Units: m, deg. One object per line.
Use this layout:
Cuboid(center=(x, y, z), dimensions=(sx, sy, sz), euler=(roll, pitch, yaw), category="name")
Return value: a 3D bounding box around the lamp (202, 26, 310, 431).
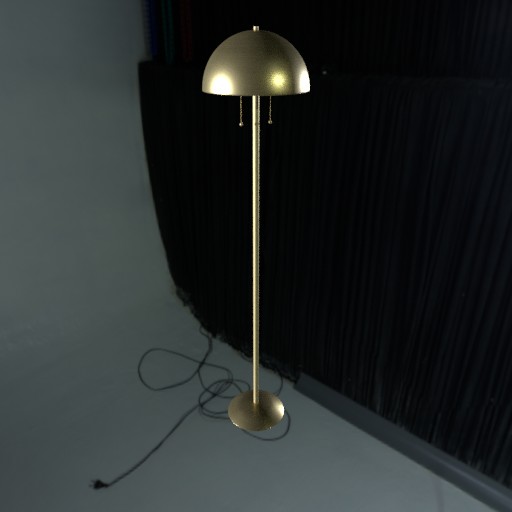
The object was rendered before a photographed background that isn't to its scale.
Cuboid(center=(0.000, 0.000, 1.608), dimensions=(0.328, 1.480, 0.328), euler=(18, 31, 33), category="lamp")
